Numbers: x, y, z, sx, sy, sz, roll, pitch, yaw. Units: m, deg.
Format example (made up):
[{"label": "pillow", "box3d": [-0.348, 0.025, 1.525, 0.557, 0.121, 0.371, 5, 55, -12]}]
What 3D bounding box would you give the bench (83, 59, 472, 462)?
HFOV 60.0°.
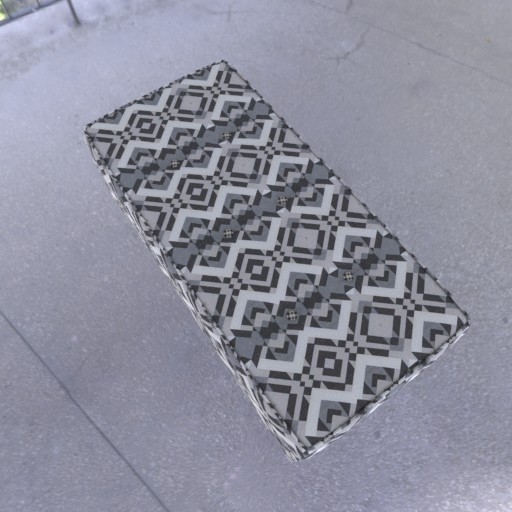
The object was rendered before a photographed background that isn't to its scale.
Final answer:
[{"label": "bench", "box3d": [0.000, 0.000, 1.285, 0.492, 0.477, 1.016, -32, 68, -15]}]
